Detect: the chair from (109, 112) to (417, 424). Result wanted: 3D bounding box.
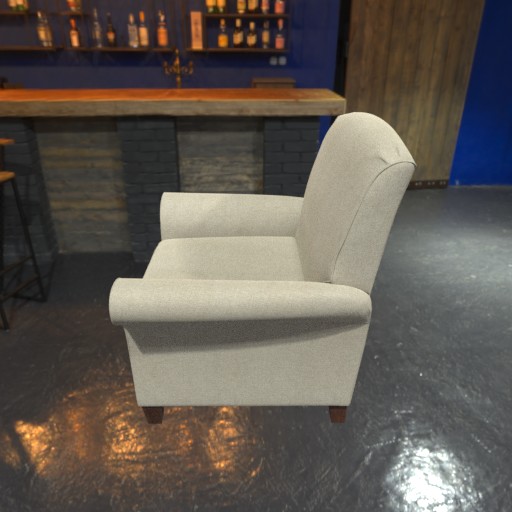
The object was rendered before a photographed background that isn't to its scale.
[{"bbox_3d":[0.000,0.000,1.755,0.905,1.061,0.978,0,27,-1],"label":"chair"}]
